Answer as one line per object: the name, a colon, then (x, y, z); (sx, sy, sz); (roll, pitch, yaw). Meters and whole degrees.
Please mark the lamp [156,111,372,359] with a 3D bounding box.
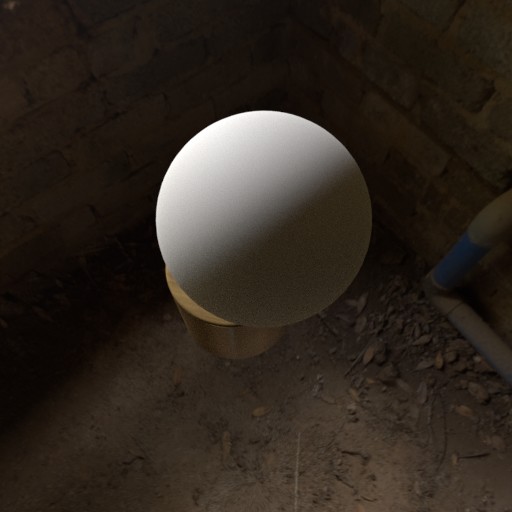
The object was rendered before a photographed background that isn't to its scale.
lamp: (0.000, 0.000, 0.348); (0.152, 0.250, 0.141); (14, 64, 7)
